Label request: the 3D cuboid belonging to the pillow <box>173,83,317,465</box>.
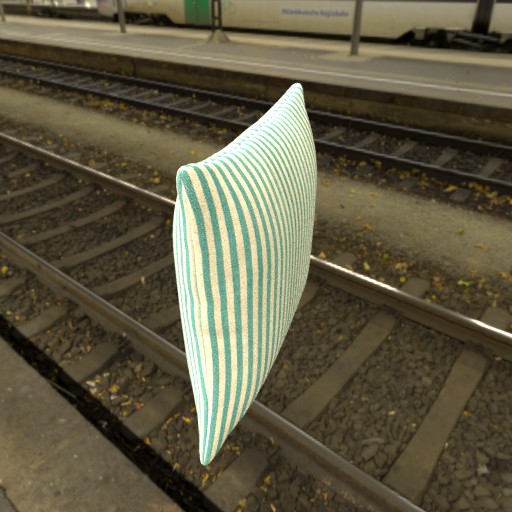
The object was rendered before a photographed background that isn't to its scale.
[{"bbox_3d":[0.000,0.000,0.800,0.166,0.510,0.523,10,33,16],"label":"pillow"}]
